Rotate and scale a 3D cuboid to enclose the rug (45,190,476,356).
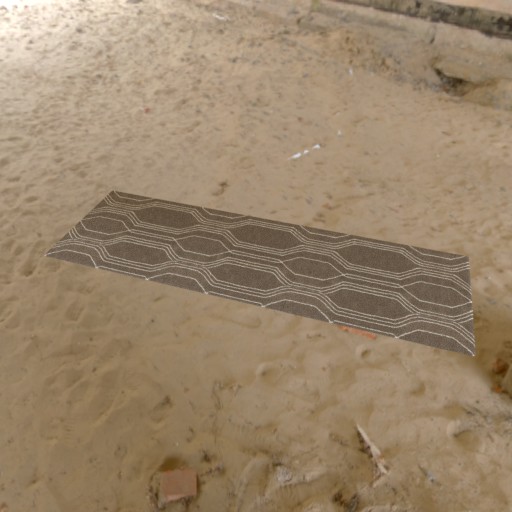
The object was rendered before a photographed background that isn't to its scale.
[{"bbox_3d":[0.000,0.000,2.695,2.464,0.012,0.773,12,42,13],"label":"rug"}]
